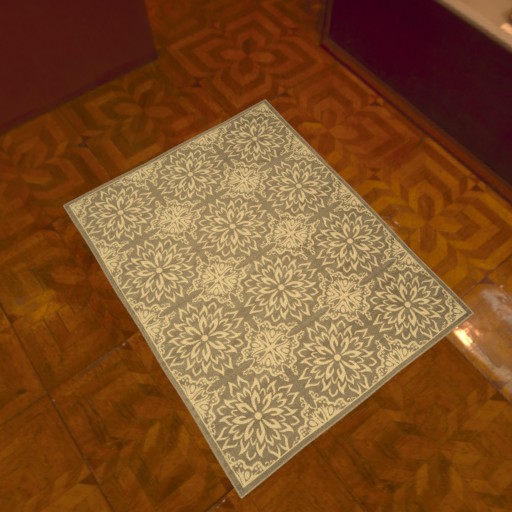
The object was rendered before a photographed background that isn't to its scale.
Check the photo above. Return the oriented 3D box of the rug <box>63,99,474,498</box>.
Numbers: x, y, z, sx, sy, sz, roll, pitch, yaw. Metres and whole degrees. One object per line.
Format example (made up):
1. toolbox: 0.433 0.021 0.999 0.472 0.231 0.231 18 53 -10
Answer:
1. rug: 0.000 0.000 3.945 2.363 0.012 2.980 -32 68 -15
